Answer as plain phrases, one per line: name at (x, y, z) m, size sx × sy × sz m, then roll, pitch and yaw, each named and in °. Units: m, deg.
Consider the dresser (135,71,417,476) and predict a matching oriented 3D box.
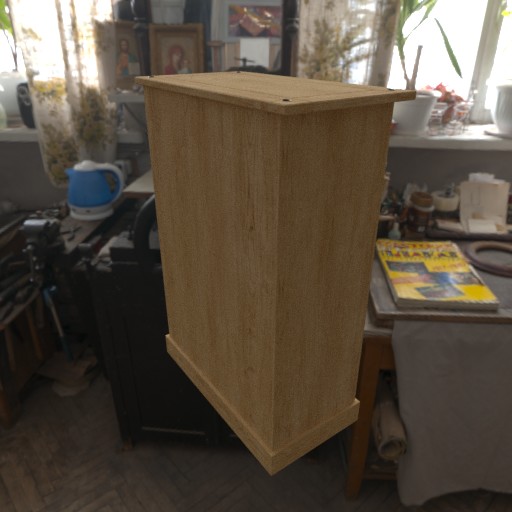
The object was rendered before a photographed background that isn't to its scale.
dresser at (0.000, 0.000, 1.769) m, size 0.485 × 1.300 × 0.915 m, roll -18°, pitch 32°, yaw -31°
